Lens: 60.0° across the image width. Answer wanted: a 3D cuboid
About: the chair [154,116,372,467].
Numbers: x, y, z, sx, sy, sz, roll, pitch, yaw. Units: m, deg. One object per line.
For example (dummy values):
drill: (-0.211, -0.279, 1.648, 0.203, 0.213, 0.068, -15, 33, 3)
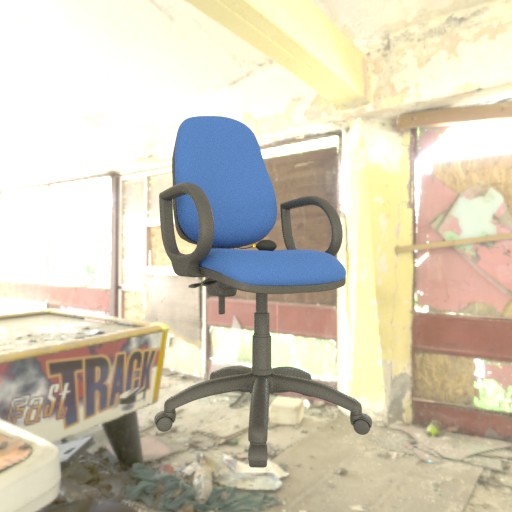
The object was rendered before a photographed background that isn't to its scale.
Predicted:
chair: (0.000, 0.000, 1.245, 0.552, 0.905, 0.549, 0, 0, -34)
